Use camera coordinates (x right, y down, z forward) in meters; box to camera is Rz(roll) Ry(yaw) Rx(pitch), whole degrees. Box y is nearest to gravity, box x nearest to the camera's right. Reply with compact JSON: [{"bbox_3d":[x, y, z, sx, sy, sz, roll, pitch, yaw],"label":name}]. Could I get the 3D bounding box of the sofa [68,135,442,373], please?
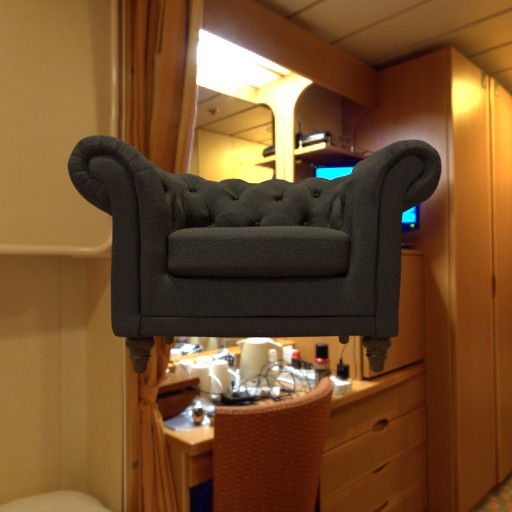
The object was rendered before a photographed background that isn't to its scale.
[{"bbox_3d":[0.000,0.000,2.058,1.405,0.878,1.032,0,-1,-1],"label":"sofa"}]
